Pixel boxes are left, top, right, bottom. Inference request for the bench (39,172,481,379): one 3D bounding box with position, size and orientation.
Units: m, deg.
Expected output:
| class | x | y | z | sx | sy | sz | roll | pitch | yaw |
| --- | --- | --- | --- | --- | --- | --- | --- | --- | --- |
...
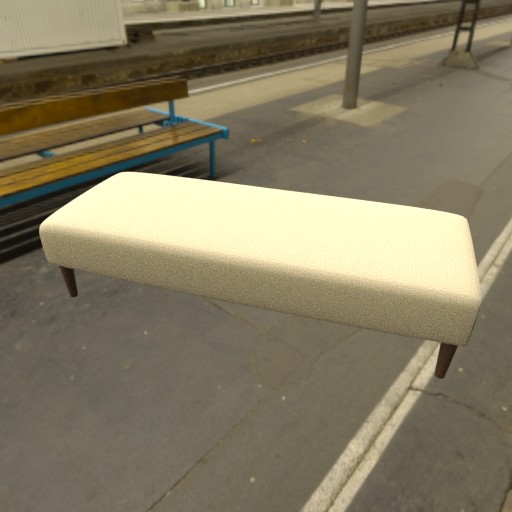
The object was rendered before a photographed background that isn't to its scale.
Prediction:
| class | x | y | z | sx | sy | sz | roll | pitch | yaw |
| --- | --- | --- | --- | --- | --- | --- | --- | --- | --- |
| bench | 0.000 | 0.000 | 1.847 | 1.609 | 0.393 | 0.646 | 10 | 33 | 15 |
